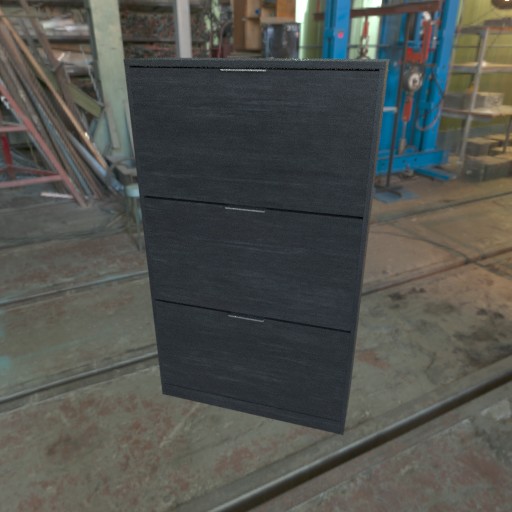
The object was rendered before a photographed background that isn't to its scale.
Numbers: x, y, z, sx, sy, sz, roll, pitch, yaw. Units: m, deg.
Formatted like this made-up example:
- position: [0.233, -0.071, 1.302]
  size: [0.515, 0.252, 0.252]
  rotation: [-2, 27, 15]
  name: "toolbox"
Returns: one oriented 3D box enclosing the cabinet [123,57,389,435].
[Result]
- position: [0.000, 0.000, 1.578]
  size: [0.750, 1.280, 0.250]
  rotation: [7, 26, 15]
  name: "cabinet"
